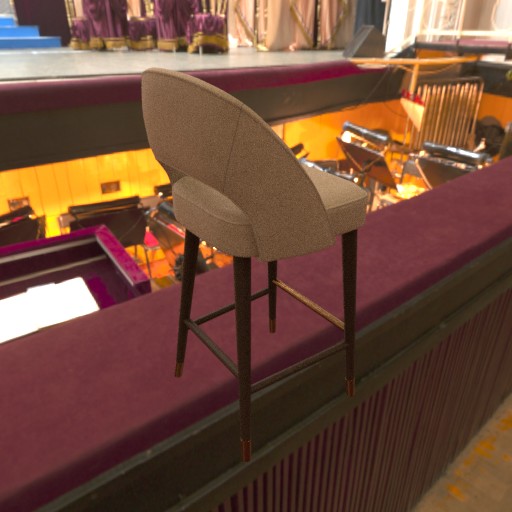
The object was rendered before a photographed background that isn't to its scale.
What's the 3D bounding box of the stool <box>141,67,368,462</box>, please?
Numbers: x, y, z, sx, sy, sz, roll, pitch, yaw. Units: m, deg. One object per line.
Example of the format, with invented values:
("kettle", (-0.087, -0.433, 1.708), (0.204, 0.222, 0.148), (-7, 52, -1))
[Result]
("stool", (0.000, 0.000, 1.293), (0.509, 1.037, 0.494), (-19, 33, -31))
